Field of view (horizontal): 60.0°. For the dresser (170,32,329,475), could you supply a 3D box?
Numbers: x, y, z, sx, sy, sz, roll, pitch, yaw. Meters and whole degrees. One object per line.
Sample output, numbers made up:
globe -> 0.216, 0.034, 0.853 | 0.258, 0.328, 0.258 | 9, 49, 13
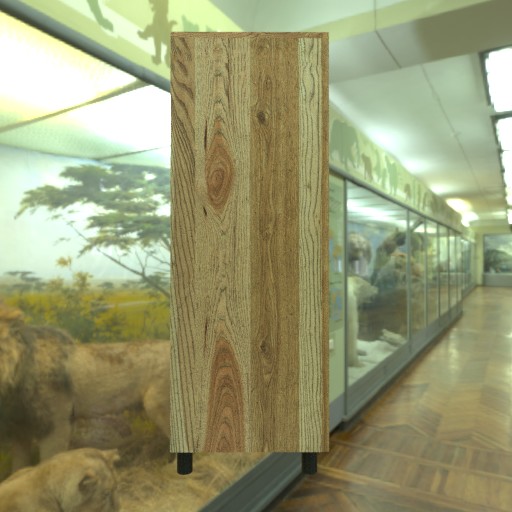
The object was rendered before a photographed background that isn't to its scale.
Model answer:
dresser -> 0.000, 0.000, 1.712 | 0.480, 1.243, 0.966 | 0, 0, 0
